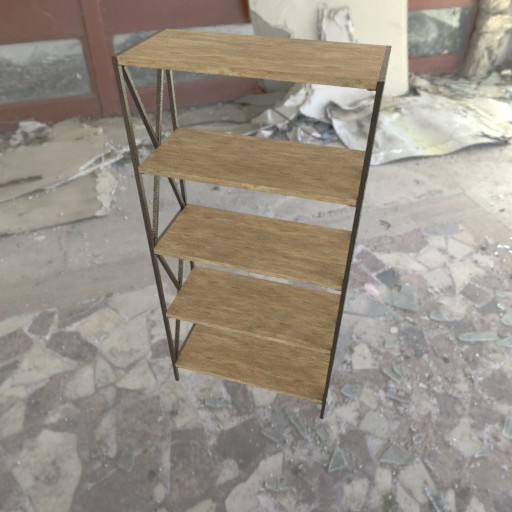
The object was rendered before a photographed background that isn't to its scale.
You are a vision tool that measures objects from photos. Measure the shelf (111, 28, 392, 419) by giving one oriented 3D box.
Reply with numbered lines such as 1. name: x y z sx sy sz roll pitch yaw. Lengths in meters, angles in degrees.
1. shelf: 0.000 0.000 2.074 0.874 1.803 0.386 11 41 13
